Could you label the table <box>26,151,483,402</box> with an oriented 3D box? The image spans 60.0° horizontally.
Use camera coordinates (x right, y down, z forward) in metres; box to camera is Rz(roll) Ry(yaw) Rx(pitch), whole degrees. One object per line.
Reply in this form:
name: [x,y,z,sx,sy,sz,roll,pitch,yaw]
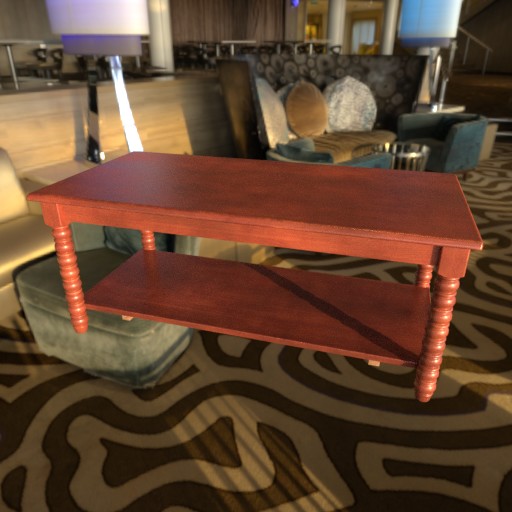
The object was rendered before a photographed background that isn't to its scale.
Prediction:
table: [0.000,0.000,1.430,1.171,0.485,0.580,7,27,15]
